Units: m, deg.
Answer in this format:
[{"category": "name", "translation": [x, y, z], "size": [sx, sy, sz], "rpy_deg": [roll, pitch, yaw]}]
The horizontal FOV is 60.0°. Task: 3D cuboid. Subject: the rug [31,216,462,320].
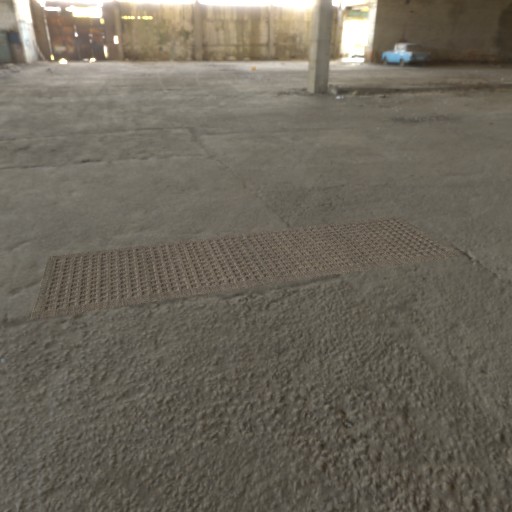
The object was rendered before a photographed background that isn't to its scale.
[{"category": "rug", "translation": [0.000, 0.000, 2.720], "size": [2.443, 0.009, 0.706], "rpy_deg": [-7, 27, -15]}]
